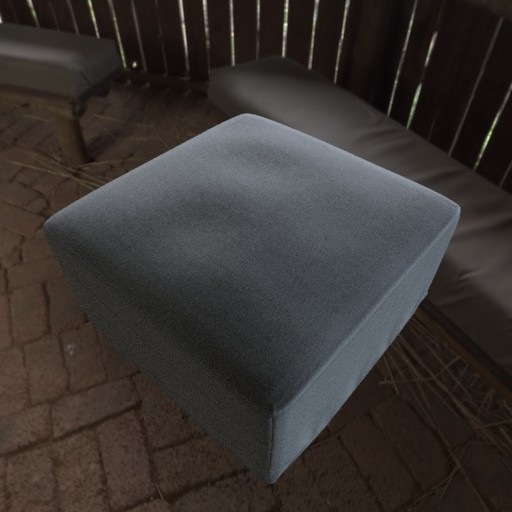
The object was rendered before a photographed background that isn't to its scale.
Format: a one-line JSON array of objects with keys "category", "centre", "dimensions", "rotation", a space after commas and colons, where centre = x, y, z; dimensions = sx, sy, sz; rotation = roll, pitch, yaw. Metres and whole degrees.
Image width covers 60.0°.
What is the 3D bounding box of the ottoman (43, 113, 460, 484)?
[{"category": "ottoman", "centre": [0.000, 0.000, 1.316], "dimensions": [0.842, 0.441, 0.843], "rotation": [33, 54, 28]}]
